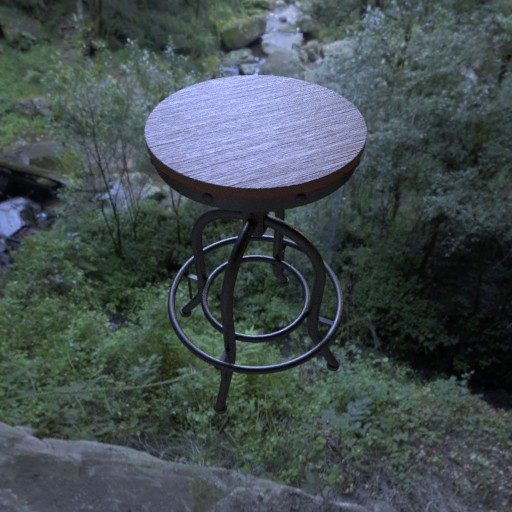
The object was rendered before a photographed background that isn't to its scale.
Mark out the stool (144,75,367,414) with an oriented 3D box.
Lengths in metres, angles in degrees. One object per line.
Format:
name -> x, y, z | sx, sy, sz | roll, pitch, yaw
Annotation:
stool -> 0.000, 0.000, 0.921 | 0.439, 0.609, 0.439 | 17, 48, 16
